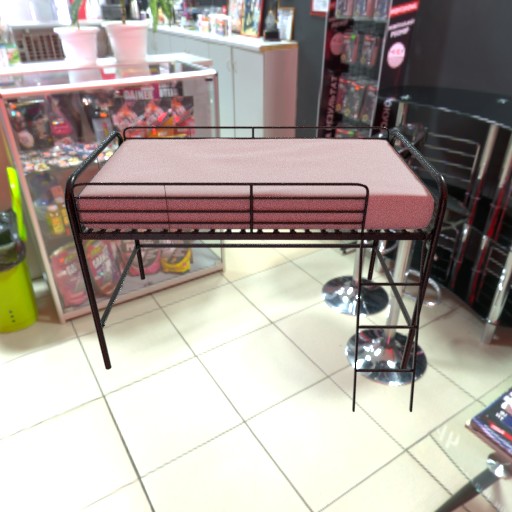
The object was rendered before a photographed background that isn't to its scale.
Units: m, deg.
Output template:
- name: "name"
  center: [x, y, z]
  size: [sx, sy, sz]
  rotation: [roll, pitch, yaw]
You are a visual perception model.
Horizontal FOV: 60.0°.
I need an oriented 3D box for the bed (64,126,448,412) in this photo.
- name: "bed"
  center: [0.000, 0.000, 2.854]
  size: [1.968, 1.289, 1.393]
  rotation: [0, 32, 0]
